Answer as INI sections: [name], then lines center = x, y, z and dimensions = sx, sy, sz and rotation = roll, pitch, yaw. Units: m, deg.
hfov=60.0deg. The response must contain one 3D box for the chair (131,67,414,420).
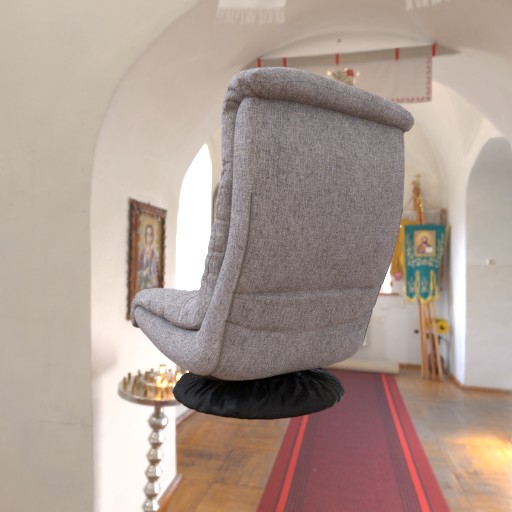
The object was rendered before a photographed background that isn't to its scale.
[chair]
center = 0.000, 0.000, 0.973
dimensions = 0.400, 0.600, 0.583
rotation = 0, 0, -34
